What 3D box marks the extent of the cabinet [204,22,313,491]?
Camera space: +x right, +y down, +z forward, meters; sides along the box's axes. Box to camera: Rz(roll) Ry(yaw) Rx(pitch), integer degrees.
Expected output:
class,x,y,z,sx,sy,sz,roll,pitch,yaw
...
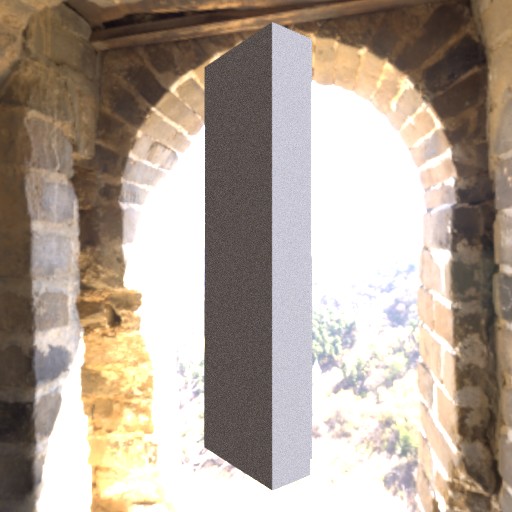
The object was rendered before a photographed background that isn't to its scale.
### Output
class,x,y,z,sx,sy,sz,roll,pitch,yaw
cabinet,0.000,0.000,1.960,0.230,1.790,0.500,0,-1,-38
